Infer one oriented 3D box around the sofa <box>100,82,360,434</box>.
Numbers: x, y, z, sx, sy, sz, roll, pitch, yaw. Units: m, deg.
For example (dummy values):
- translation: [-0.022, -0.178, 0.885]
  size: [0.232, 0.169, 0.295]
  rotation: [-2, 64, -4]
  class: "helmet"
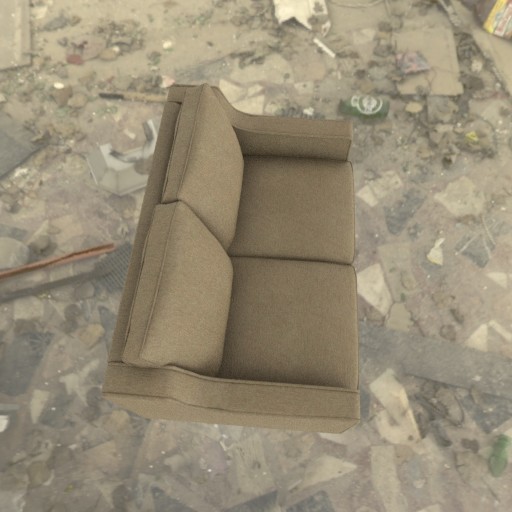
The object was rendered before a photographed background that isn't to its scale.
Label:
- translation: [0.000, 0.000, 2.153]
  size: [0.985, 0.981, 1.503]
  rotation: [4, 64, 2]
  class: "sofa"
